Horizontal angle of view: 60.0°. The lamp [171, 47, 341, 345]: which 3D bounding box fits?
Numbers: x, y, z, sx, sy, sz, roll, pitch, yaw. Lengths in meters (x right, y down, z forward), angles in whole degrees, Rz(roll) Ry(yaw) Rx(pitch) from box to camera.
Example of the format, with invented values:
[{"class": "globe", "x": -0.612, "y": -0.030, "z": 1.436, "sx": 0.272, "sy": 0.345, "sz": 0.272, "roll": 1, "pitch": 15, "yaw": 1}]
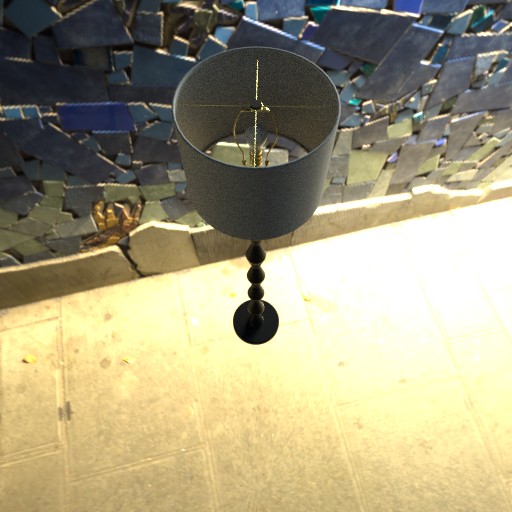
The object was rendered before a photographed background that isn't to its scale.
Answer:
[{"class": "lamp", "x": 0.000, "y": 0.000, "z": 1.651, "sx": 0.381, "sy": 1.480, "sz": 0.381, "roll": 1, "pitch": 62, "yaw": 1}]
